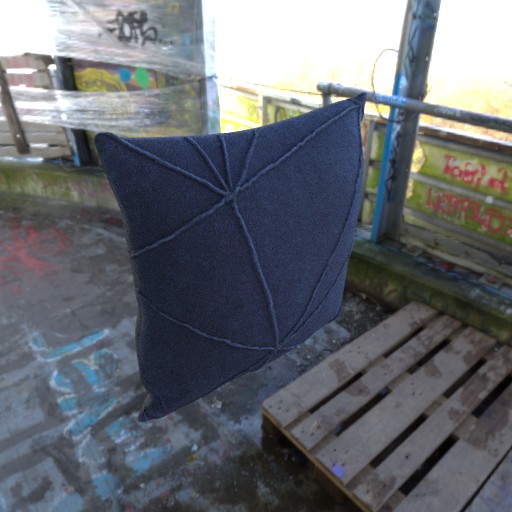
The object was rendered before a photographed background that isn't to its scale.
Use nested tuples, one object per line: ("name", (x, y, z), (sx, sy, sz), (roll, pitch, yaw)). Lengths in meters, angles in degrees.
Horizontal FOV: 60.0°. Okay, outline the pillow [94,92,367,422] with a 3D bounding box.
("pillow", (0.000, 0.000, 0.674), (0.439, 0.440, 0.183), (-22, 37, -32))
